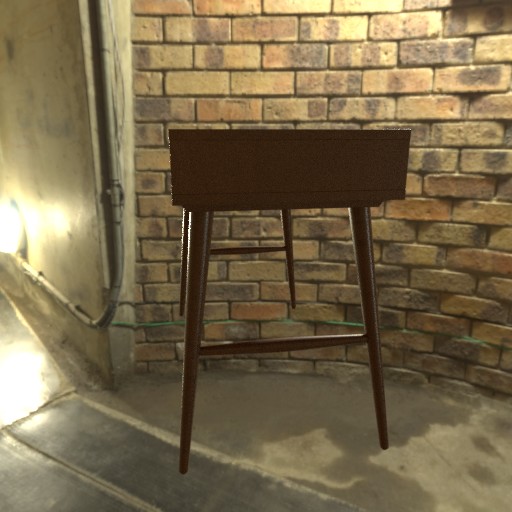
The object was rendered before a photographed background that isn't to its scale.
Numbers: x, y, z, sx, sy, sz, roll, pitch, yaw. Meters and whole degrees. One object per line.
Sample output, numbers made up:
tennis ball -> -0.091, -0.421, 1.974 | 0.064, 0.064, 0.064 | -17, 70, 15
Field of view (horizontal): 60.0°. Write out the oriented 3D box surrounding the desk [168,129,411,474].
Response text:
desk -> 0.000, 0.000, 1.386 | 0.510, 0.758, 0.949 | -3, 16, -9
